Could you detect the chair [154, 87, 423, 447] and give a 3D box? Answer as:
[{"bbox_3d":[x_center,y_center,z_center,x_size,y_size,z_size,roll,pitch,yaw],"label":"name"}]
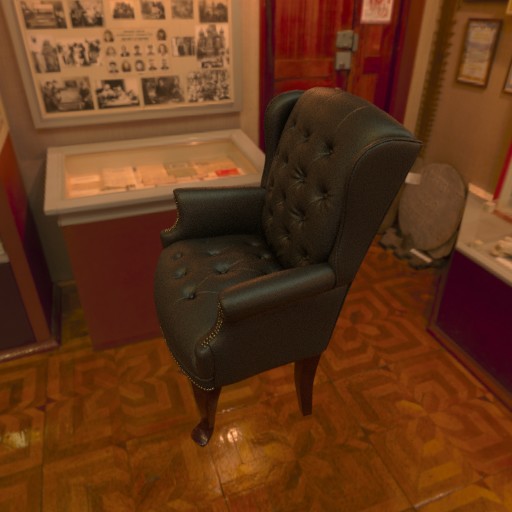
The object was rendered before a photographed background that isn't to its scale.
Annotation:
[{"bbox_3d":[0.000,0.000,1.623,0.762,1.111,0.838,-10,33,-15],"label":"chair"}]
